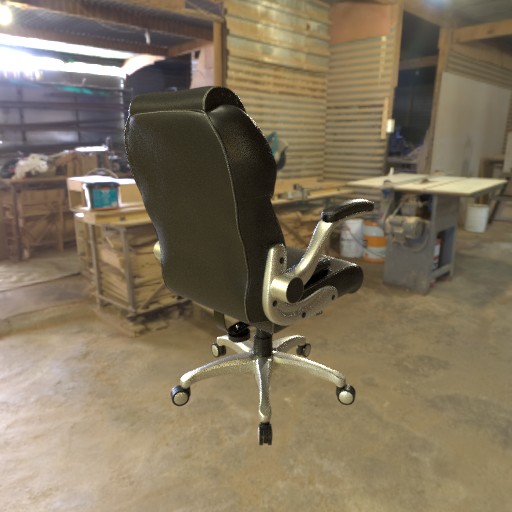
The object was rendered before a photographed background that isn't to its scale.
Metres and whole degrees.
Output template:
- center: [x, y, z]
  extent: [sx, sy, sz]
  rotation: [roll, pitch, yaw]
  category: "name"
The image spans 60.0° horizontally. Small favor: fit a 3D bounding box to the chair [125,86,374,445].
- center: [0.000, 0.000, 1.681]
  extent: [0.724, 1.141, 0.801]
  rotation: [15, 21, 43]
  category: "chair"
